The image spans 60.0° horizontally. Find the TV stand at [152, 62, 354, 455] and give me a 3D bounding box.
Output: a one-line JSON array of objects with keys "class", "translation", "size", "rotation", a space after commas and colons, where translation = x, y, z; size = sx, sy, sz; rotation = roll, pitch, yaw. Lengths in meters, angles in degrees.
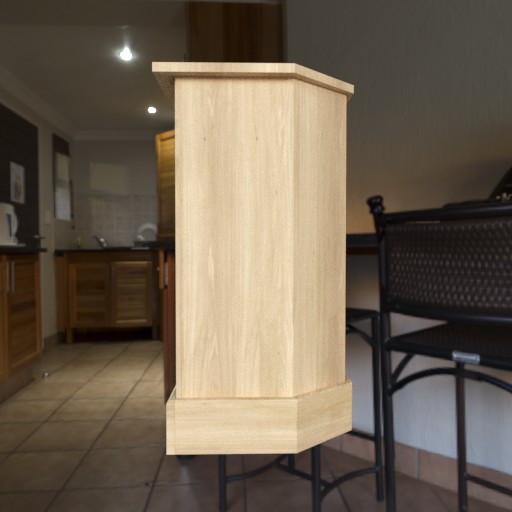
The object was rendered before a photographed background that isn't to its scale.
[{"class": "TV stand", "translation": [0.000, 0.000, 1.307], "size": [0.425, 0.781, 0.851], "rotation": [0, 1, -1]}]
